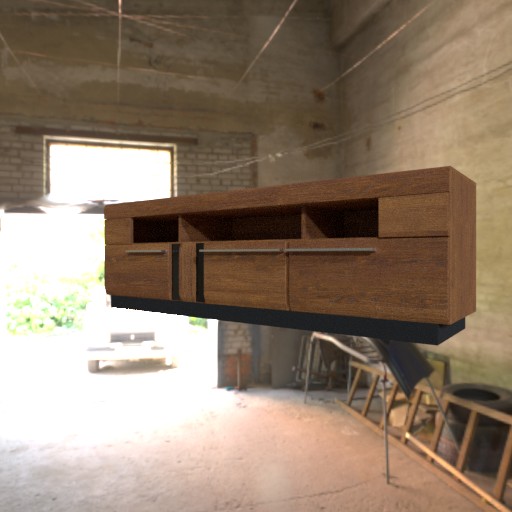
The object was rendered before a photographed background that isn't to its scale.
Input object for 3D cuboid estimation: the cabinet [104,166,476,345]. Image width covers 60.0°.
[{"bbox_3d":[0.000,0.000,1.853,1.600,0.510,0.419,0,0,36],"label":"cabinet"}]
